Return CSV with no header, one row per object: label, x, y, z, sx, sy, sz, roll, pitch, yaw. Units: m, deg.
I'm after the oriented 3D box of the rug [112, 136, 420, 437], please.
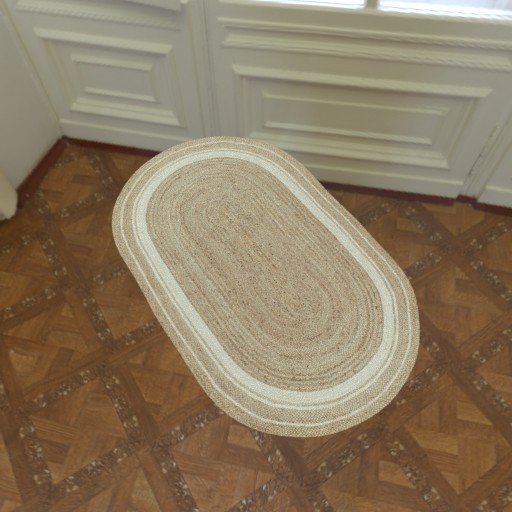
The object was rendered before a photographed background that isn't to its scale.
rug,0.000,0.000,2.975,1.520,0.006,2.432,-30,62,-17
